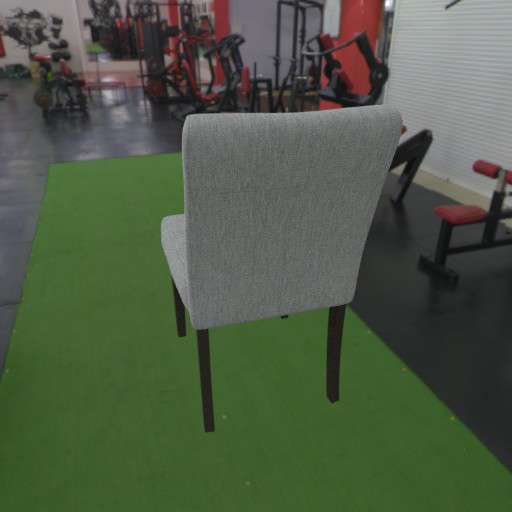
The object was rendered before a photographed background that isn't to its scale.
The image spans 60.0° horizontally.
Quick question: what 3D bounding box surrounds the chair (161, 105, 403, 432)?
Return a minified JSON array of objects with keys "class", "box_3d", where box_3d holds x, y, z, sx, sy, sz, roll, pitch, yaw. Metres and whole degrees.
[{"class":"chair","box_3d":[0.000,0.000,1.275,0.487,0.884,0.629,-8,28,-15]}]
